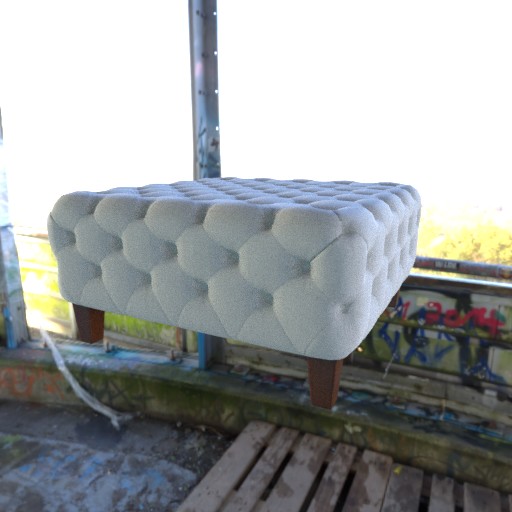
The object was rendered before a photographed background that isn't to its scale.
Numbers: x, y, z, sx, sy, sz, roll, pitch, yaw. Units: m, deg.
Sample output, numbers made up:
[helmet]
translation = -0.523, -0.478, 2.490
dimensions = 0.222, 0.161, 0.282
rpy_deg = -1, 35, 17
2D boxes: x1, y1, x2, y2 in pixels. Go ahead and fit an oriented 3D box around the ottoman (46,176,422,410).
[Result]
[ottoman]
translation = 0.000, 0.000, 1.207
dimensions = 0.753, 0.376, 0.755
rpy_deg = 7, 15, 27
